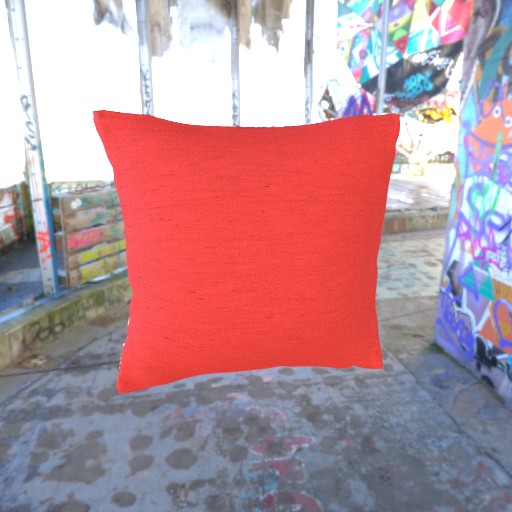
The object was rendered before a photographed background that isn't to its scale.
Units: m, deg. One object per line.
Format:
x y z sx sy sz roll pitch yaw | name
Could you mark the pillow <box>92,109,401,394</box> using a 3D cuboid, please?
0.000 0.000 0.672 0.438 0.419 0.162 -3 15 -9 | pillow
